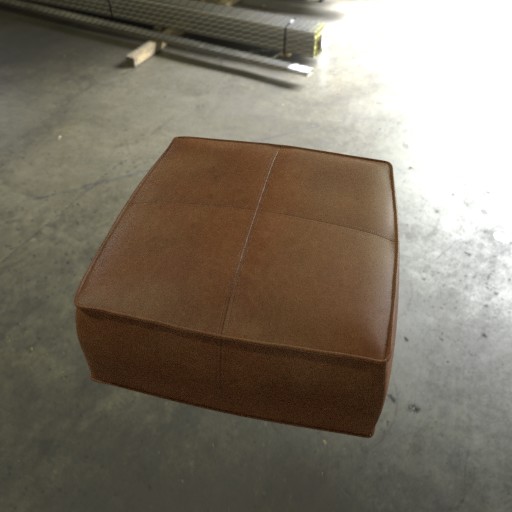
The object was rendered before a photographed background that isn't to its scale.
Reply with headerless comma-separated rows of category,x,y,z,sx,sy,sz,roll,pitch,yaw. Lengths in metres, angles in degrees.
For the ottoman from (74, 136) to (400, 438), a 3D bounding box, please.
ottoman,0.000,0.000,1.431,0.901,0.395,0.902,9,47,8
